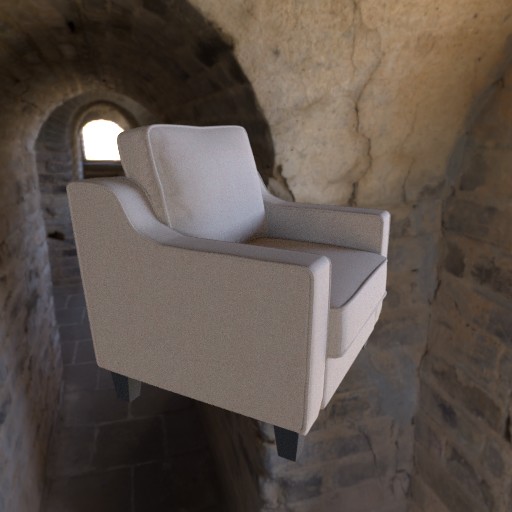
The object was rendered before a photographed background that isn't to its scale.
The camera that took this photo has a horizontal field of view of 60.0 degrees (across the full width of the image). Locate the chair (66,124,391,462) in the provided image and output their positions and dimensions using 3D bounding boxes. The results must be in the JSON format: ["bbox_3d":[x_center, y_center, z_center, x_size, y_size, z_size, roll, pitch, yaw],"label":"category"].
[{"bbox_3d":[0.000,0.000,1.669,0.882,0.948,0.922,8,18,26],"label":"chair"}]
